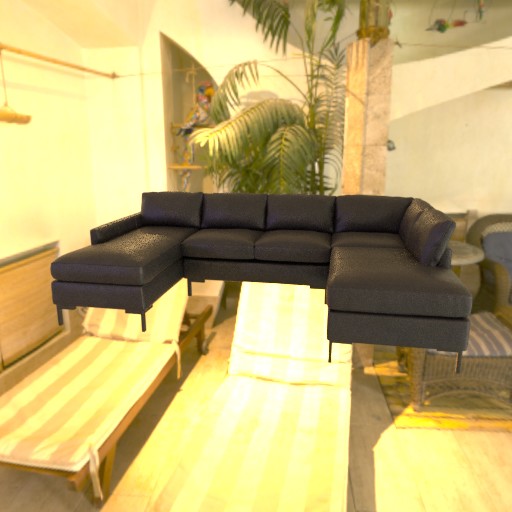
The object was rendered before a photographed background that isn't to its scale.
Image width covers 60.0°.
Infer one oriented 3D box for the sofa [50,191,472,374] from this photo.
[{"bbox_3d":[0.000,0.000,3.765,2.956,0.900,1.939,3,15,10],"label":"sofa"}]
